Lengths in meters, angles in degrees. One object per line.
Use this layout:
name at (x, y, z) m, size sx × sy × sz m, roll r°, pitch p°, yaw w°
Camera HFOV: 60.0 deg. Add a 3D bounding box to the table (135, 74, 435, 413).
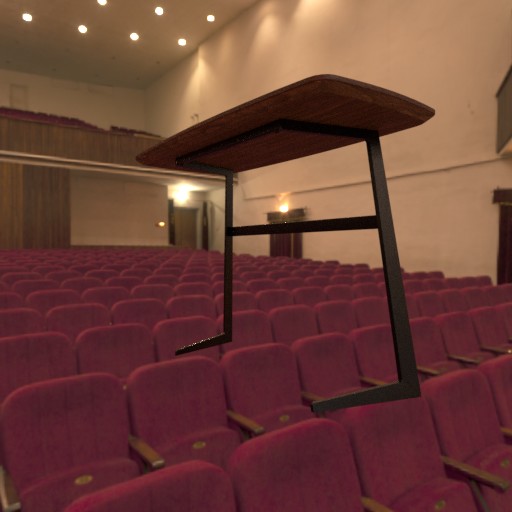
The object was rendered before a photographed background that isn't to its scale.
table at (0.000, 0.000, 1.094) m, size 0.361 × 0.576 × 0.804 m, roll 0°, pitch 1°, yaw -37°
